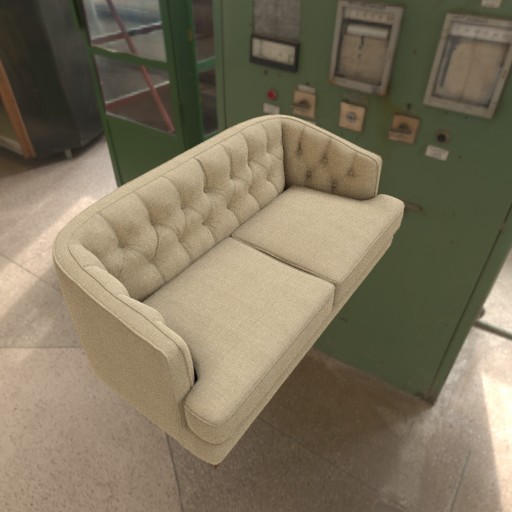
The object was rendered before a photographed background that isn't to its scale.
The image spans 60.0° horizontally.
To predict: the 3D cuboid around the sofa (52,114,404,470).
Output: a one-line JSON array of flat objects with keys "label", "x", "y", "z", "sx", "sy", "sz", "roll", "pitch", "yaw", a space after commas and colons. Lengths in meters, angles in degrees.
[{"label": "sofa", "x": 0.000, "y": 0.000, "z": 2.231, "sx": 0.941, "sy": 0.855, "sz": 1.733, "roll": 24, "pitch": 45, "yaw": 27}]
